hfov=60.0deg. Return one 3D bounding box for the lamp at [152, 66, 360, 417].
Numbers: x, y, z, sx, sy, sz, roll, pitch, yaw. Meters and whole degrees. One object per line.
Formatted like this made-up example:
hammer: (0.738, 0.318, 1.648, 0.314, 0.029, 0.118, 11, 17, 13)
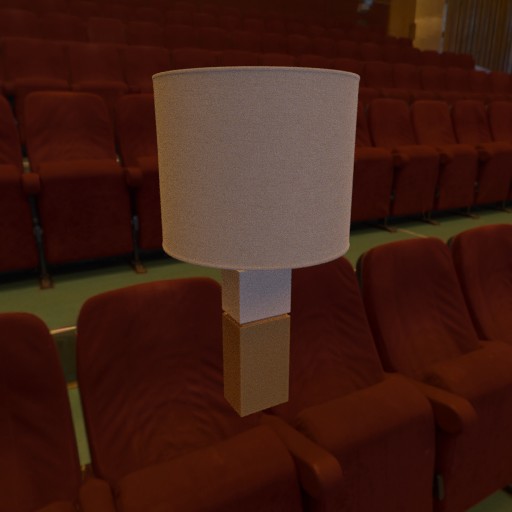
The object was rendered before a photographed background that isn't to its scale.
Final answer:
lamp: (0.000, 0.000, 0.560, 0.229, 0.417, 0.229, -9, 19, -28)
